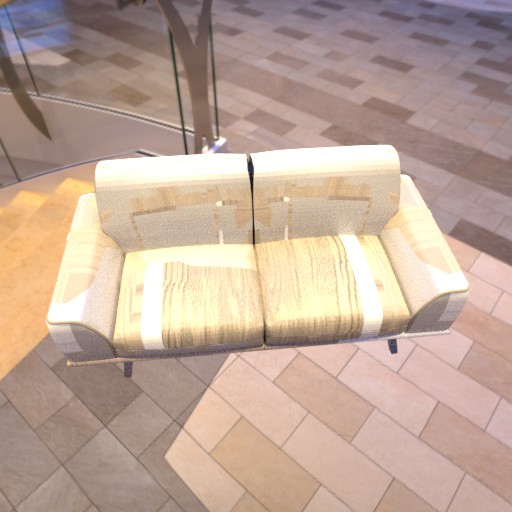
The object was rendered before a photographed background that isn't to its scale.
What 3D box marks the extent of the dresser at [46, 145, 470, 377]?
[{"bbox_3d":[0.000,0.000,5.687,4.679,1.863,2.251,-4,47,-4],"label":"dresser"}]
